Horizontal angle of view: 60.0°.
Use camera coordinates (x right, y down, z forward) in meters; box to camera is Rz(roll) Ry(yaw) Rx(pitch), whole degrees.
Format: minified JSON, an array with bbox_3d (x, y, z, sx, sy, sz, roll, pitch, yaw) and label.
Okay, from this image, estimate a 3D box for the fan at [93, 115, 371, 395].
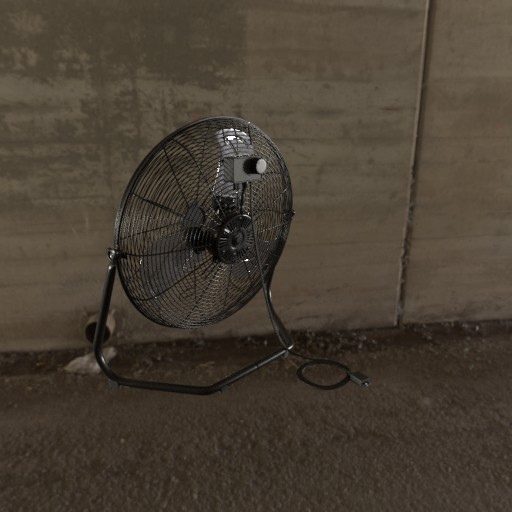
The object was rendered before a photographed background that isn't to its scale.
[{"bbox_3d":[0.000,0.000,1.000,0.470,0.605,0.595,16,23,42],"label":"fan"}]
